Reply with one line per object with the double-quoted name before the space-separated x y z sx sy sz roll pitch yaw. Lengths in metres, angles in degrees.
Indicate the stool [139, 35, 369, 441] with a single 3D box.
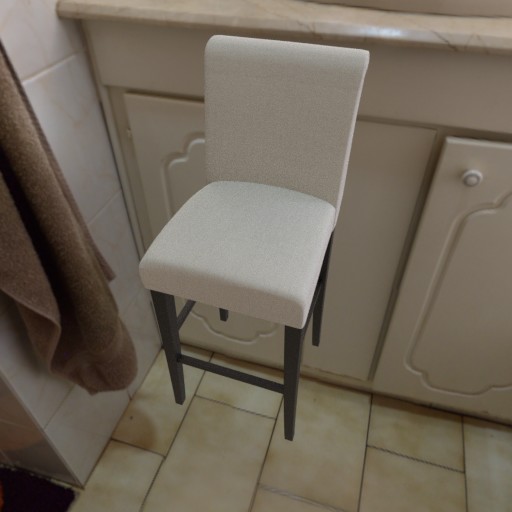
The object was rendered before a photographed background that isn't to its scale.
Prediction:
"stool" 0.000 0.000 1.398 0.452 1.124 0.597 13 43 14
